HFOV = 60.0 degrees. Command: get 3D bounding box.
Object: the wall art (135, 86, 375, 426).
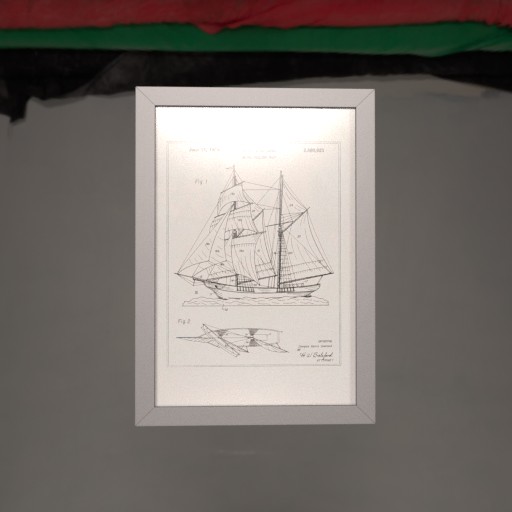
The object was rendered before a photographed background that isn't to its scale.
[{"bbox_3d":[0.000,0.000,0.708,0.380,0.534,0.013,0,0,-2],"label":"wall art"}]
